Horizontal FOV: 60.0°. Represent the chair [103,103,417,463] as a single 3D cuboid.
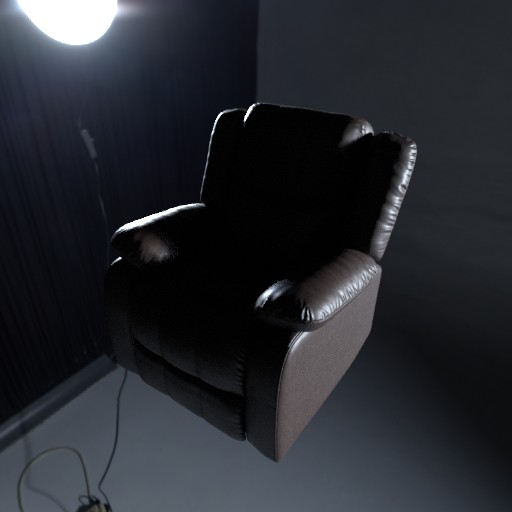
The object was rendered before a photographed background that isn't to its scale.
[{"bbox_3d":[0.000,0.000,1.720,0.899,1.009,0.934,20,35,30],"label":"chair"}]
